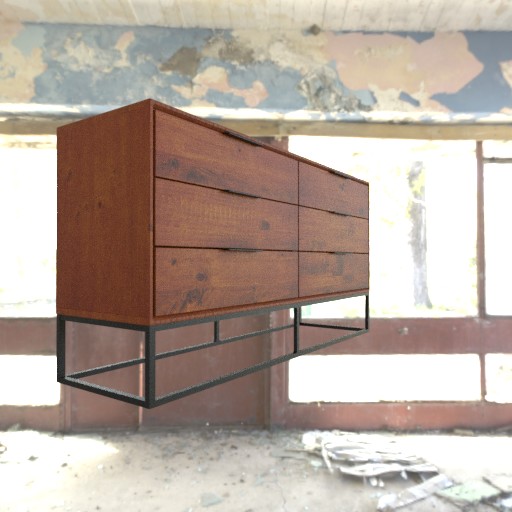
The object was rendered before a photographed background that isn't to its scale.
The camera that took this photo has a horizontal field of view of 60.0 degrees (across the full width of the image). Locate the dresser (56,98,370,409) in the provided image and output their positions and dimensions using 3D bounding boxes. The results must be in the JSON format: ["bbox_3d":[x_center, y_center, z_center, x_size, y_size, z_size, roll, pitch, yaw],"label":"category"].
[{"bbox_3d":[0.000,0.000,1.897,0.464,0.810,1.536,0,-1,36],"label":"dresser"}]
